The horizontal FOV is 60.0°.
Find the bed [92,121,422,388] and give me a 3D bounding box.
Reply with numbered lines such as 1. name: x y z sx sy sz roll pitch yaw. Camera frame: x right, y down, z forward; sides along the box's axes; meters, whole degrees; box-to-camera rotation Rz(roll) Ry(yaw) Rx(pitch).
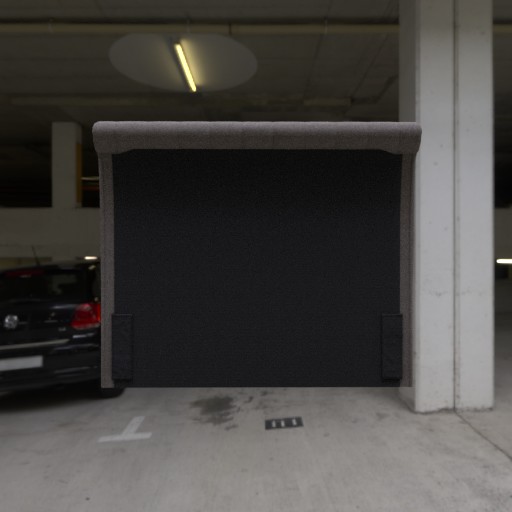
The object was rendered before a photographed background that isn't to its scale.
1. bed: 0.000 0.000 3.325 1.645 1.371 2.252 0 0 0
